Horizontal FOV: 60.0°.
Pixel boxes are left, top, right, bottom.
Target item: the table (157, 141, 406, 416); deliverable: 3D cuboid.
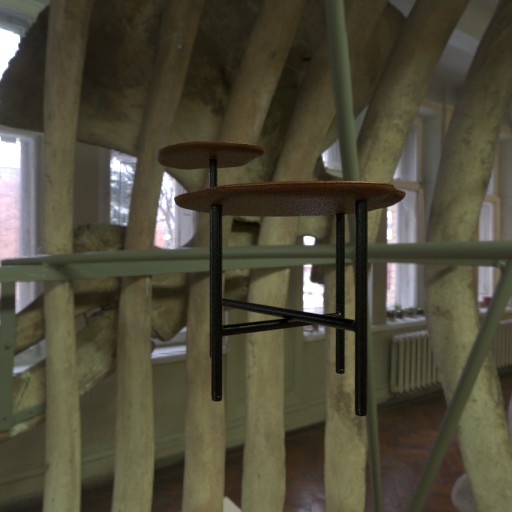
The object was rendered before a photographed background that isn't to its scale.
[{"bbox_3d":[0.000,0.000,1.013,0.442,0.538,0.759,0,1,-34],"label":"table"}]
